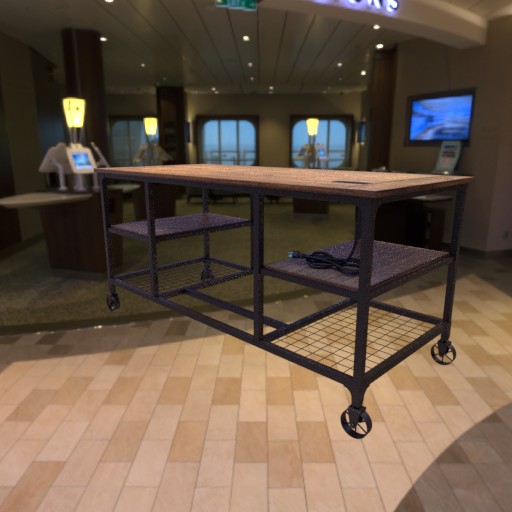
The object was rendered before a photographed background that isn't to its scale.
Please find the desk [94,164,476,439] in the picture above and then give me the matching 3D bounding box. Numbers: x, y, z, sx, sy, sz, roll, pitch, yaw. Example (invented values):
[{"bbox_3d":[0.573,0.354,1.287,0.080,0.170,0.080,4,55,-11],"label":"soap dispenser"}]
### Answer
[{"bbox_3d":[0.000,0.000,2.001,1.590,0.751,0.711,14,20,43],"label":"desk"}]
